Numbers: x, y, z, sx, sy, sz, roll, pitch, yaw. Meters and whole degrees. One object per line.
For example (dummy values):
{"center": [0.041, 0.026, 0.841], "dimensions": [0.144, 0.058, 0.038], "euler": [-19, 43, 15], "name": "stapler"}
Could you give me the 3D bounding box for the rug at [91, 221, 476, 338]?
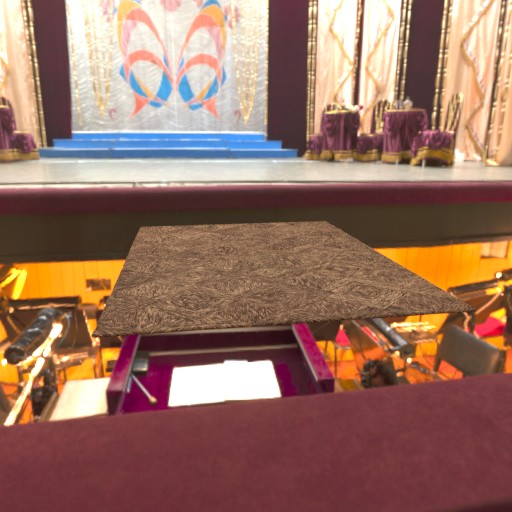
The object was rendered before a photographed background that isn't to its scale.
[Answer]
{"center": [0.000, 0.000, 4.254], "dimensions": [2.448, 0.017, 3.204], "euler": [-2, 15, -9], "name": "rug"}
